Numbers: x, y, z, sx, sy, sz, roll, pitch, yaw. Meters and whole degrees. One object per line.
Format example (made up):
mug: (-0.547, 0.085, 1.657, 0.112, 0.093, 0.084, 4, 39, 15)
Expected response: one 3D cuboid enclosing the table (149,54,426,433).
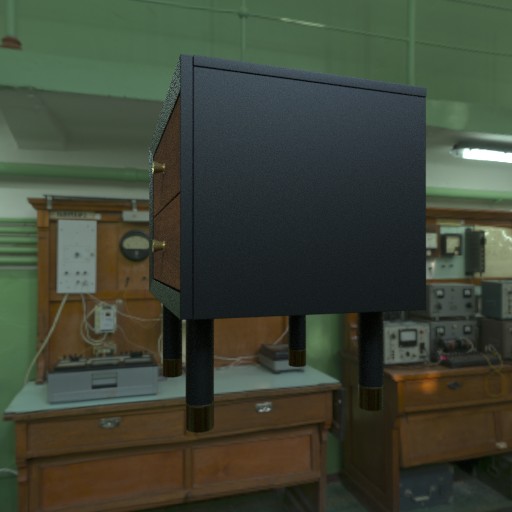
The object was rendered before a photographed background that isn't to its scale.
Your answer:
table: (0.000, 0.000, 0.970, 0.441, 0.584, 0.564, 0, 0, -18)
